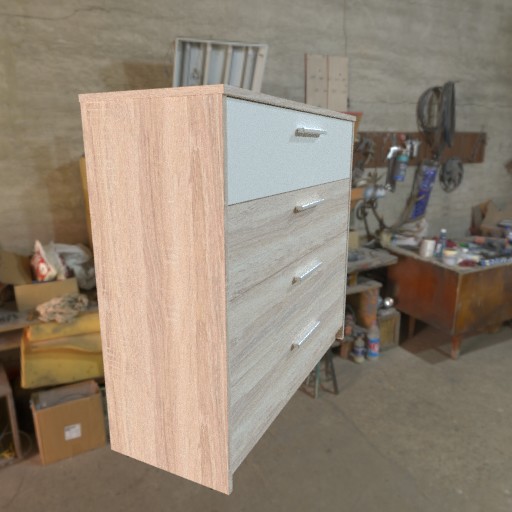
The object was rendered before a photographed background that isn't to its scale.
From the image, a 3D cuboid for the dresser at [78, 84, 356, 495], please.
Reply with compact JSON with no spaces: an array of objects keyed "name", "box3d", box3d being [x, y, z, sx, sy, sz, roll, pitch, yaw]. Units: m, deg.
[{"name":"dresser","box3d":[0.000,0.000,1.418,0.380,0.900,0.980,7,15,26]}]
